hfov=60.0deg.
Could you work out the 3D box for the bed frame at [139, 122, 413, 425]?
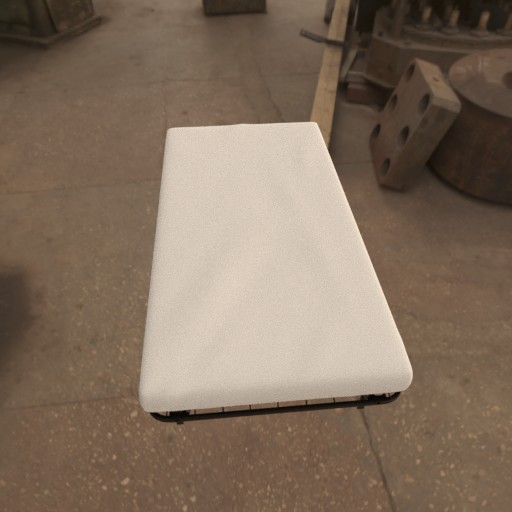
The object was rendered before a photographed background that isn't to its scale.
[{"bbox_3d":[0.000,0.000,2.392,0.989,0.619,1.903,-4,44,-4],"label":"bed frame"}]
